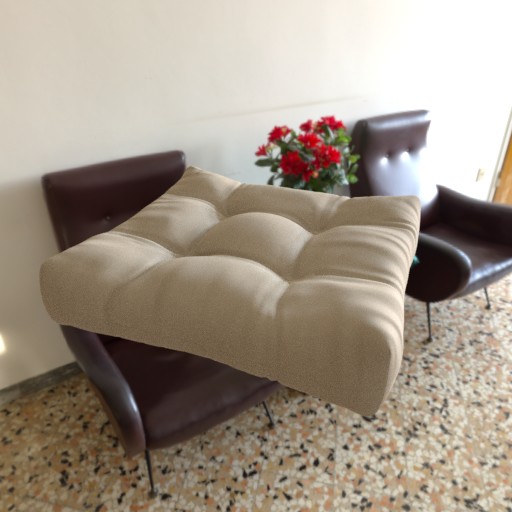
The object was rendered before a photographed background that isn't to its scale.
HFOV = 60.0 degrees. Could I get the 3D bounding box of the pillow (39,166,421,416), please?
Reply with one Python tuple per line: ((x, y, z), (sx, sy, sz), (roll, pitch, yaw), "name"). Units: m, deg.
((0.000, 0.000, 0.727), (0.490, 0.128, 0.468), (11, 31, 18), "pillow")
